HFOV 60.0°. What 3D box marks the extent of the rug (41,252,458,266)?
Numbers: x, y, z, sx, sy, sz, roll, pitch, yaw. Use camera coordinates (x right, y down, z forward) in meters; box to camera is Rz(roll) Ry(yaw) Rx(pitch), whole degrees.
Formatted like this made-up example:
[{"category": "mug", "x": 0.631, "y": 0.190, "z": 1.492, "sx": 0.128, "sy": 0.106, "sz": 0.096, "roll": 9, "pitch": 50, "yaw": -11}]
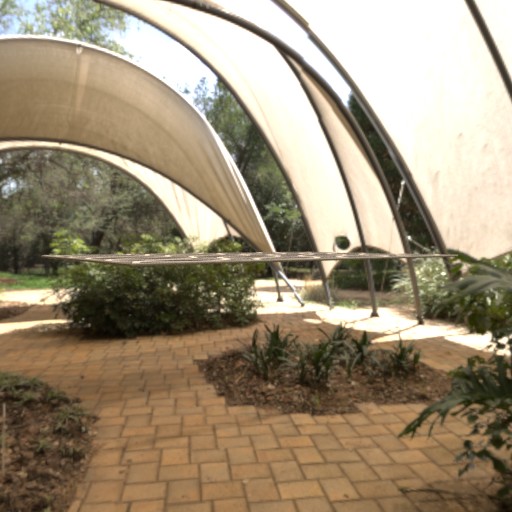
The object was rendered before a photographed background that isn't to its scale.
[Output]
[{"category": "rug", "x": 0.000, "y": 0.000, "z": 2.912, "sx": 2.294, "sy": 0.014, "sz": 1.528, "roll": -1, "pitch": 2, "yaw": -37}]
